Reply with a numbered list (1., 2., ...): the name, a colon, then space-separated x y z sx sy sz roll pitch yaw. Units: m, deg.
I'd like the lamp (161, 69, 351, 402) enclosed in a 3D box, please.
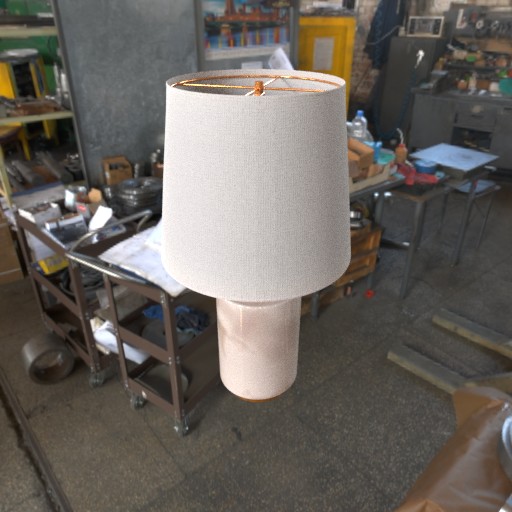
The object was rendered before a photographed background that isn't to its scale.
1. lamp: 0.000 0.000 0.456 0.189 0.340 0.189 0 29 0
